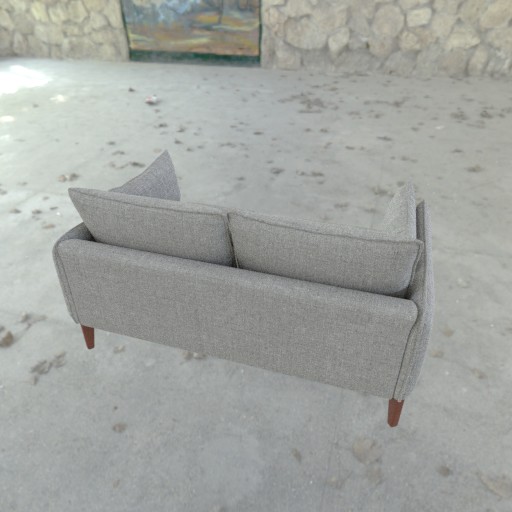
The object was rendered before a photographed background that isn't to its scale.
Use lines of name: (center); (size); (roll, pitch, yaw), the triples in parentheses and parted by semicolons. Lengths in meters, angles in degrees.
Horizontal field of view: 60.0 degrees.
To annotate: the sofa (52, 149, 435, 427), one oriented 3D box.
sofa: (0.000, 0.000, 2.130); (1.580, 0.851, 0.972); (10, 34, 15)
